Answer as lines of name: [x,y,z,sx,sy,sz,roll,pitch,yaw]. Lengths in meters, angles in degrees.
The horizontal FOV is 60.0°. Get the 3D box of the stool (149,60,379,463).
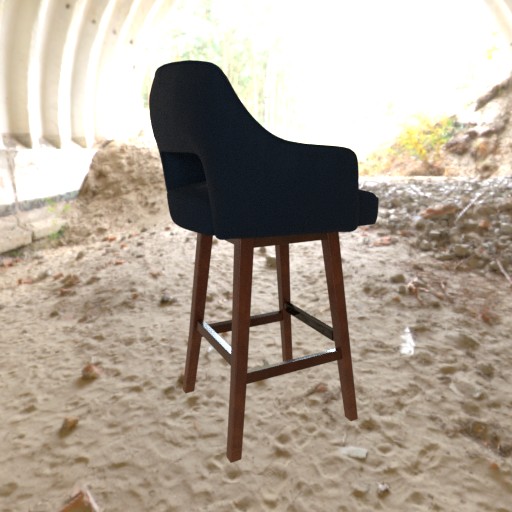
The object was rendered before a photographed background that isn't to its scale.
stool: [0.000,0.000,1.353,0.560,1.041,0.550,-7,16,-26]
